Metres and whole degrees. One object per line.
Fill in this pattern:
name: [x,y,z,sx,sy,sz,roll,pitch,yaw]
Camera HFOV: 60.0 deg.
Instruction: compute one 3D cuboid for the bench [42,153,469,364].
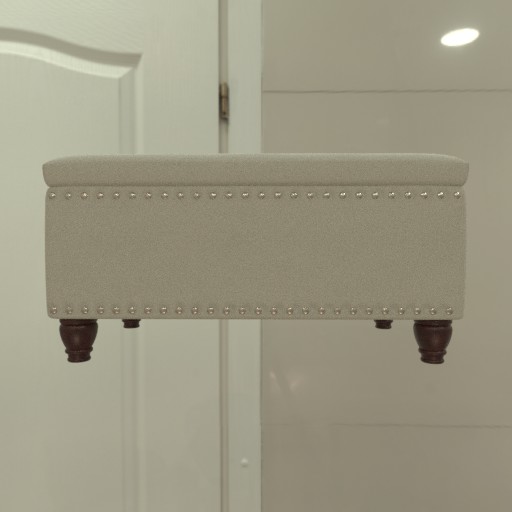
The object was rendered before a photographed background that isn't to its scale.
bench: [0.000,0.000,1.161,0.887,0.449,0.500,0,1,1]
